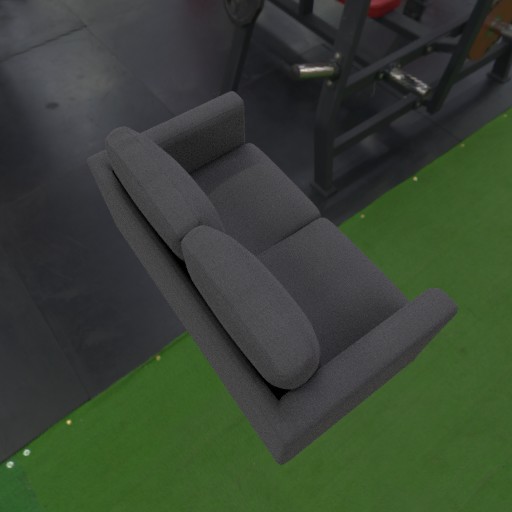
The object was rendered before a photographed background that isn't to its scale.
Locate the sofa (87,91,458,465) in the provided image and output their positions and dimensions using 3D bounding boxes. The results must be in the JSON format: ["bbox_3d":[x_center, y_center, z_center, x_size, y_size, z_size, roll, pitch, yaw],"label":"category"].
[{"bbox_3d":[0.000,0.000,1.929,0.796,0.908,1.430,-32,64,-18],"label":"sofa"}]
